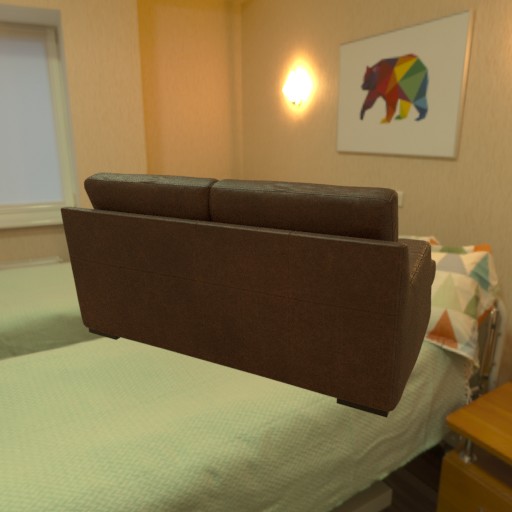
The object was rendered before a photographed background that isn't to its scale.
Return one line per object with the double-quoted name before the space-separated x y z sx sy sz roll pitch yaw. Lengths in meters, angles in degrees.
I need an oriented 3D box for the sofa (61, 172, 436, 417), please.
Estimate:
"sofa" 0.000 0.000 2.525 1.880 0.939 1.143 8 17 27
